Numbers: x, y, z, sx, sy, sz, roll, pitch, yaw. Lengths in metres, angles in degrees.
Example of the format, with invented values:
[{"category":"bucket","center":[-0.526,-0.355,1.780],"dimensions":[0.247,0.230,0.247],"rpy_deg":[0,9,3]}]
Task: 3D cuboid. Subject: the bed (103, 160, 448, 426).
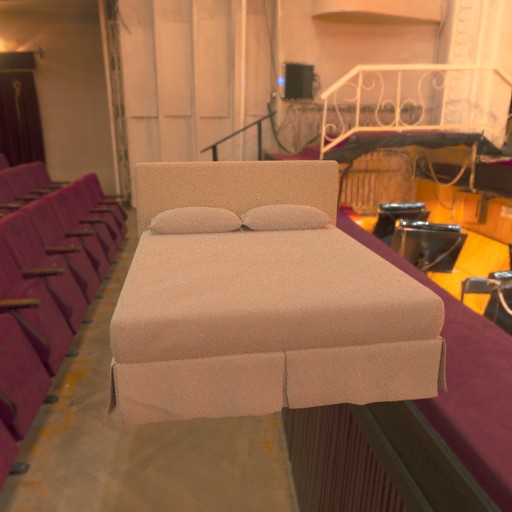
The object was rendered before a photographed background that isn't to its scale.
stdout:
[{"category":"bed","center":[0.000,0.000,3.547],"dimensions":[2.119,1.317,2.341],"rpy_deg":[-3,17,-9]}]
